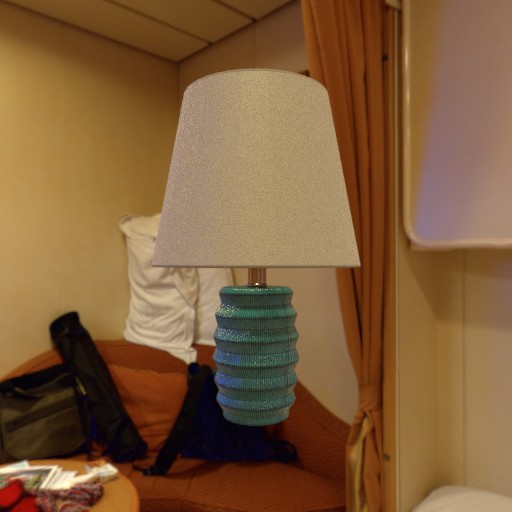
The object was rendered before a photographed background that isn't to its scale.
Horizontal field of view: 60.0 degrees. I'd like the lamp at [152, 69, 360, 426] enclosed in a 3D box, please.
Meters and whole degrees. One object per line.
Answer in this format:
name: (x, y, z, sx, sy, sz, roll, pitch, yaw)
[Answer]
lamp: (0.000, 0.000, 0.553, 0.254, 0.392, 0.254, 0, -1, 0)
